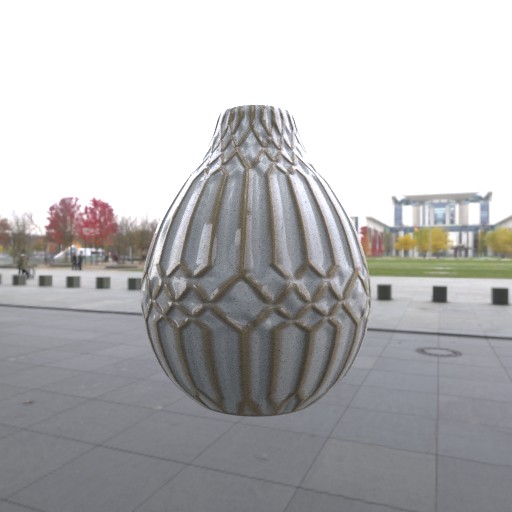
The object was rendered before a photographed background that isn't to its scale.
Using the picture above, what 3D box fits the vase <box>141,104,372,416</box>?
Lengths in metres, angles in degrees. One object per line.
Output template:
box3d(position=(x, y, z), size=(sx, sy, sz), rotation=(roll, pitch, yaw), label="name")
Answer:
box3d(position=(0.000, 0.000, 0.316), size=(0.159, 0.200, 0.159), rotation=(0, 0, 0), label="vase")
